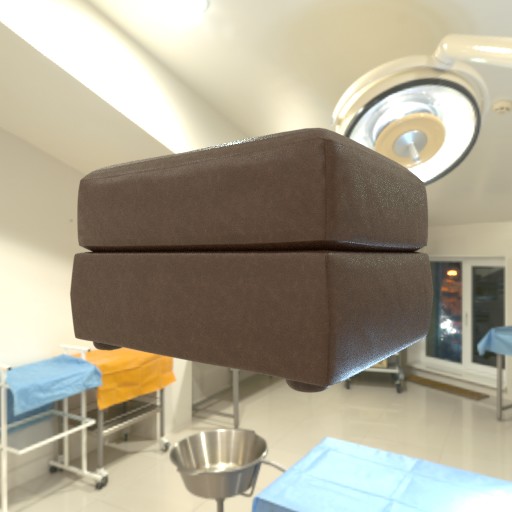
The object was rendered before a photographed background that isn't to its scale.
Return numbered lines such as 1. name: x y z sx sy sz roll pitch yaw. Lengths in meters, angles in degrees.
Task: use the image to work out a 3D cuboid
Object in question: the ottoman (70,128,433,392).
1. ottoman: 0.000 0.000 1.138 0.751 0.476 0.603 0 0 36
